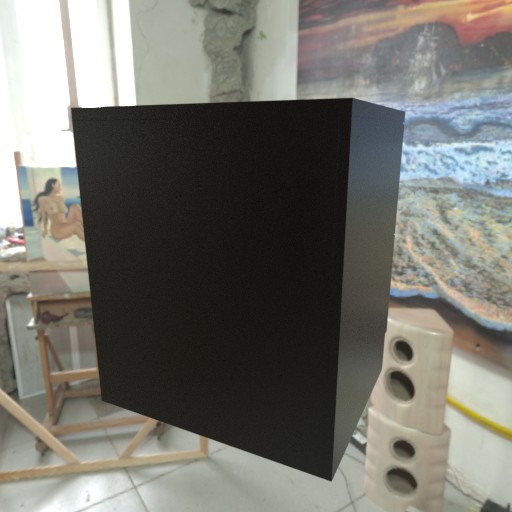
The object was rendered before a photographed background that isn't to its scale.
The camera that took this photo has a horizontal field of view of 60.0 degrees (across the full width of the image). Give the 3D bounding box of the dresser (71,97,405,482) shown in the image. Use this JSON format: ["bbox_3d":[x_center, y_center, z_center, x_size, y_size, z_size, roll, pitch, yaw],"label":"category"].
[{"bbox_3d":[0.000,0.000,0.752,0.400,0.470,0.360,8,17,26],"label":"dresser"}]
